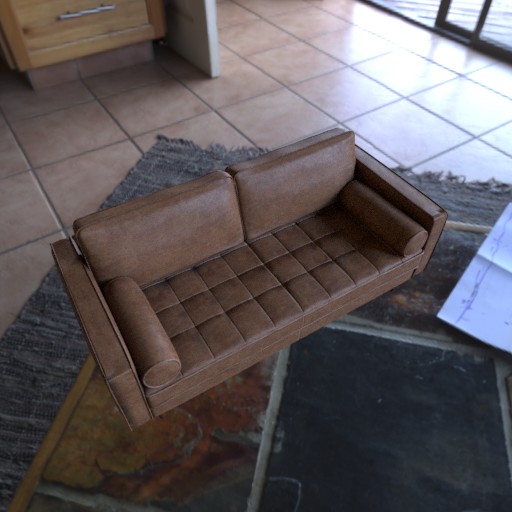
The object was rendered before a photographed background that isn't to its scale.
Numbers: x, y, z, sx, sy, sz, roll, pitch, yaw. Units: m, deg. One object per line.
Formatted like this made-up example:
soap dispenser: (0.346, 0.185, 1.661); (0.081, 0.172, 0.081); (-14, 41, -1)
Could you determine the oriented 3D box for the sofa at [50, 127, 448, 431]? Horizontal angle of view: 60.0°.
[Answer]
sofa: (0.000, 0.000, 2.440); (1.920, 0.825, 0.924); (-24, 51, -21)
